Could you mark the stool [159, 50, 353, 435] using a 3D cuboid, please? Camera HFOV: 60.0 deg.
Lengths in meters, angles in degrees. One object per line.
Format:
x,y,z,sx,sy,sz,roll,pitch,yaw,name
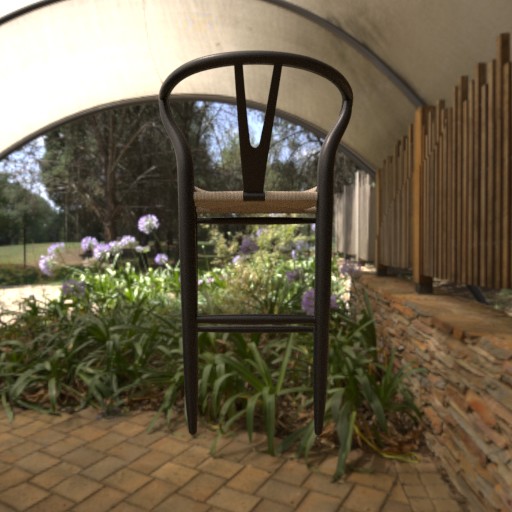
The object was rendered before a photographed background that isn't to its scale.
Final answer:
0.000,0.000,1.322,0.569,0.970,0.579,0,1,0,stool
